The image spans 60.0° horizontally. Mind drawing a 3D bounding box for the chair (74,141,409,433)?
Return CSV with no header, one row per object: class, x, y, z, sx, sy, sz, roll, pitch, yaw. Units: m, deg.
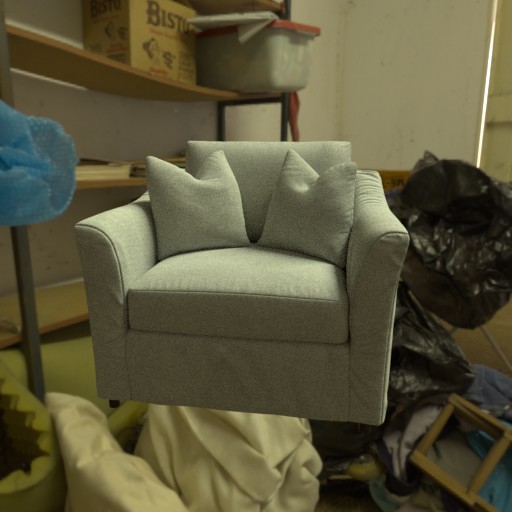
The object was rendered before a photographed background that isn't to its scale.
chair,0.000,0.000,2.065,1.194,1.059,1.071,2,13,9
